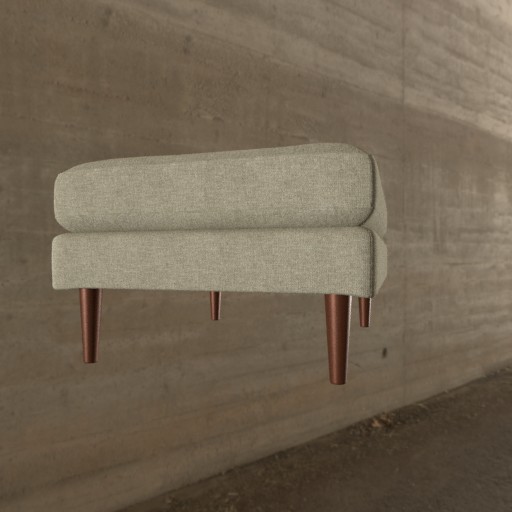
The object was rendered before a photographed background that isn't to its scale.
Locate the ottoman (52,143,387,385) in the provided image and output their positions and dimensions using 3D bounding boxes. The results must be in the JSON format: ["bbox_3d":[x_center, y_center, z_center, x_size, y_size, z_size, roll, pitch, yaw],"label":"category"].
[{"bbox_3d":[0.000,0.000,1.245,0.693,0.474,0.821,0,0,18],"label":"ottoman"}]
